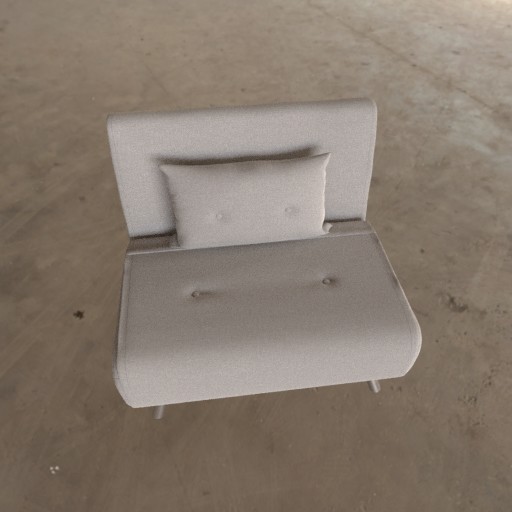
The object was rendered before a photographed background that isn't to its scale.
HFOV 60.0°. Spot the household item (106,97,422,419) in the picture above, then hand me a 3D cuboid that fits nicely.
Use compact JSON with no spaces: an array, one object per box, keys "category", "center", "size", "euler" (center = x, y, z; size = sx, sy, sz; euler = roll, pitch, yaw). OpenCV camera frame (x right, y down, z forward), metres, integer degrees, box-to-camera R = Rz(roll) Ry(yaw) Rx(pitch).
[{"category":"household item","center":[0.000,0.000,1.636],"size":[1.000,0.800,0.874],"euler":[-5,47,-5]}]
